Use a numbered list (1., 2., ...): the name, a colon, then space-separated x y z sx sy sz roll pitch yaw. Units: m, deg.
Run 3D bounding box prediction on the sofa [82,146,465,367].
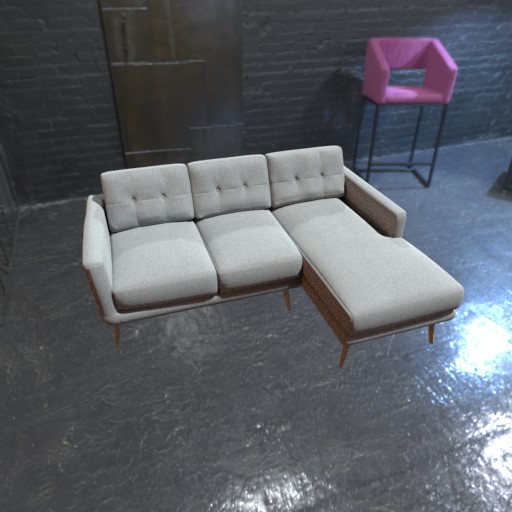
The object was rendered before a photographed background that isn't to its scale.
1. sofa: 0.000 0.000 2.853 2.040 0.860 1.530 -10 34 -15
